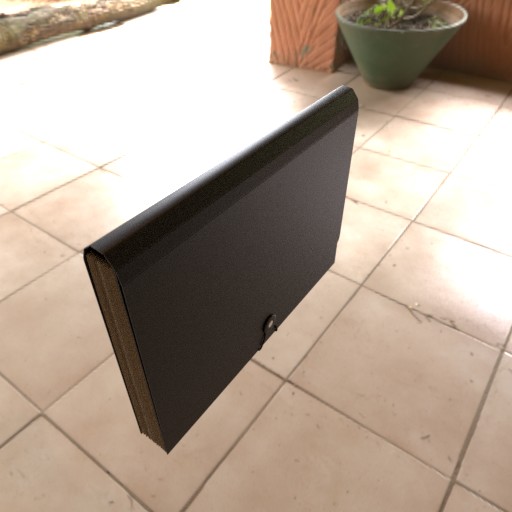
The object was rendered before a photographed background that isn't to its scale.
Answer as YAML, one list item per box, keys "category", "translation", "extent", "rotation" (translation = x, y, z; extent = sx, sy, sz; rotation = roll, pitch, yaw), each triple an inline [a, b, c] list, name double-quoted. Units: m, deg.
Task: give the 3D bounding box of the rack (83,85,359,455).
- category: "rack"
  translation: [0.000, 0.000, 0.443]
  extent: [0.041, 0.241, 0.330]
  rotation: [25, 46, 26]
